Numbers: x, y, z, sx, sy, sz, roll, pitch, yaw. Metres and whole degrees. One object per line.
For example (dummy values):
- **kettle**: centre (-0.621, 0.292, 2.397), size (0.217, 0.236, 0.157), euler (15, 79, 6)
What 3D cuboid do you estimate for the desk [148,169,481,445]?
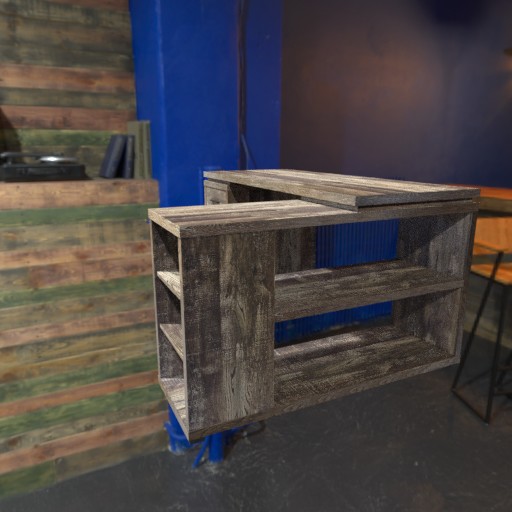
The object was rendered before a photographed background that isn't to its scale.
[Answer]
- **desk**: centre (0.000, 0.000, 2.220), size (1.200, 0.753, 1.524), euler (-7, 16, -25)
